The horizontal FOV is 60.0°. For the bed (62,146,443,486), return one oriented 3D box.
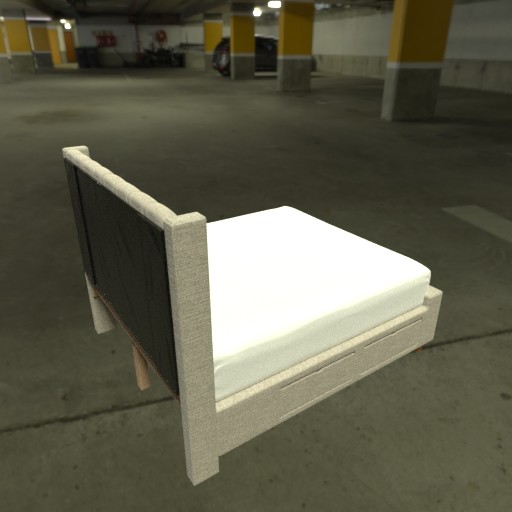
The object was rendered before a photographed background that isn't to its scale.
[{"bbox_3d":[0.000,0.000,3.720,2.372,1.748,2.044,-16,30,-31],"label":"bed"}]
